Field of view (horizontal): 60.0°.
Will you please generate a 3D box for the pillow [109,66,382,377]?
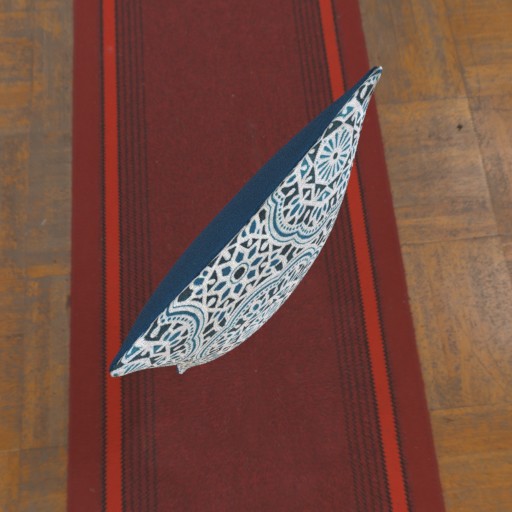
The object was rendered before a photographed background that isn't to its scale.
[{"bbox_3d":[0.000,0.000,0.654,0.145,0.420,0.440,39,79,9],"label":"pillow"}]
